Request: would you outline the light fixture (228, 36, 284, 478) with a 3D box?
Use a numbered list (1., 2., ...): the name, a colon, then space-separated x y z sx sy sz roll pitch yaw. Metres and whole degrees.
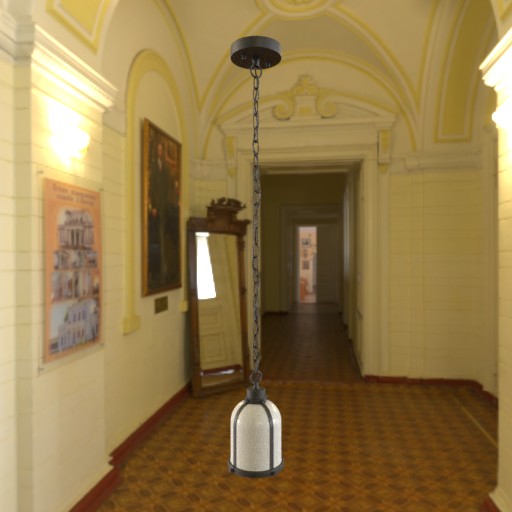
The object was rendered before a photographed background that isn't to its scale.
1. light fixture: 0.000 0.000 1.258 0.178 1.181 0.178 0 0 -36
